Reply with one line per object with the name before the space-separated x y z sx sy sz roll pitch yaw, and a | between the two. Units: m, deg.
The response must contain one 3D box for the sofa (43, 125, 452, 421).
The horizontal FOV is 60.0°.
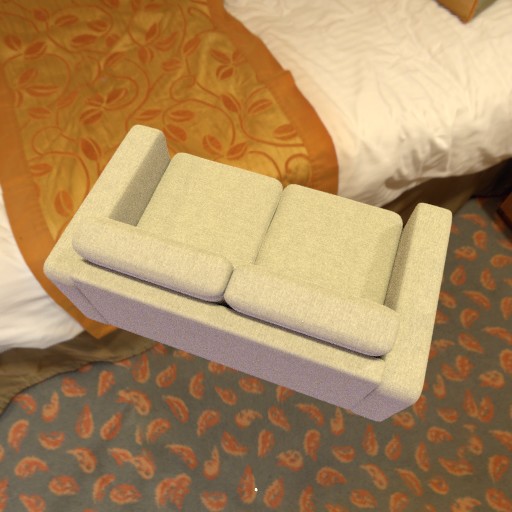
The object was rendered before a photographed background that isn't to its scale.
sofa | 0.000 0.000 2.011 1.540 0.800 0.900 17 64 9
